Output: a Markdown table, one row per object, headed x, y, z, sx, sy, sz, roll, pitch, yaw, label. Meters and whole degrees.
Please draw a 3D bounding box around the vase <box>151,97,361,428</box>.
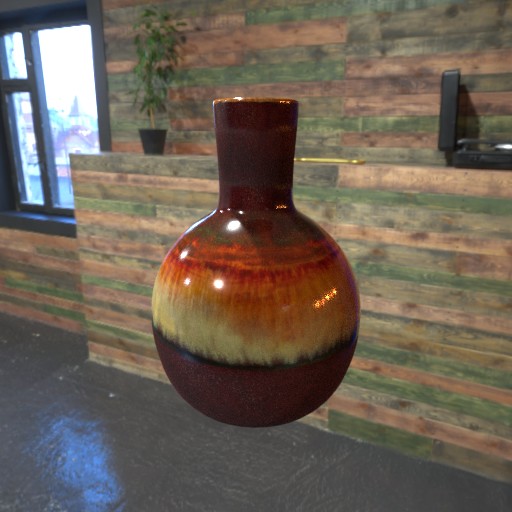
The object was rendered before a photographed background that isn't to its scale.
| x | y | z | sx | sy | sz | roll | pitch | yaw | label |
| --- | --- | --- | --- | --- | --- | --- | --- | --- | --- |
| 0.000 | 0.000 | 0.233 | 0.111 | 0.154 | 0.111 | 0 | 16 | 0 | vase |
